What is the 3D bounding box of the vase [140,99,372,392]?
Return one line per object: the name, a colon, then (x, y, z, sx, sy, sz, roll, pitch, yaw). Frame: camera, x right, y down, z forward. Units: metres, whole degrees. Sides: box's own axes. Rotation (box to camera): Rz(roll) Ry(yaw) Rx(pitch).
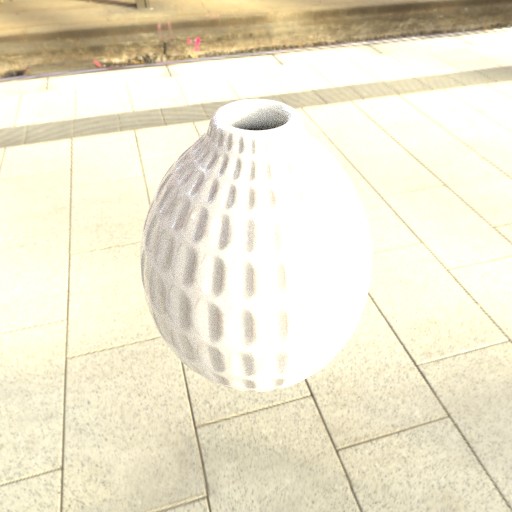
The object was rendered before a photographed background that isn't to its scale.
vase: (0.000, 0.000, 0.250, 0.128, 0.167, 0.128, 0, 42, 0)
